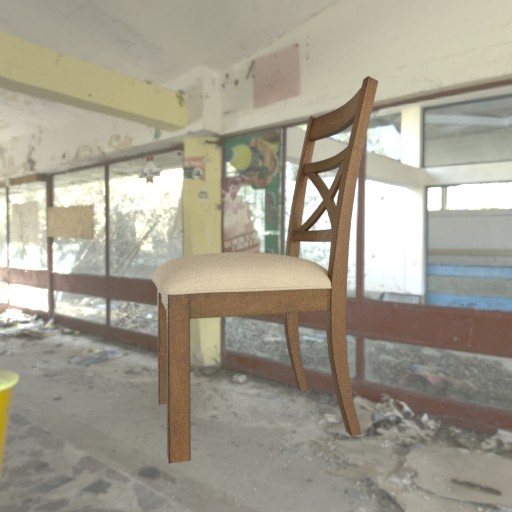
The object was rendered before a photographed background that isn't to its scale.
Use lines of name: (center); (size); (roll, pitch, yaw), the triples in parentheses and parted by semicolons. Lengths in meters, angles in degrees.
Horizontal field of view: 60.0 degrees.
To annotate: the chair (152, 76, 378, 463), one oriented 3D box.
chair: (0.000, 0.000, 1.302); (0.581, 0.949, 0.461); (0, 2, -16)
